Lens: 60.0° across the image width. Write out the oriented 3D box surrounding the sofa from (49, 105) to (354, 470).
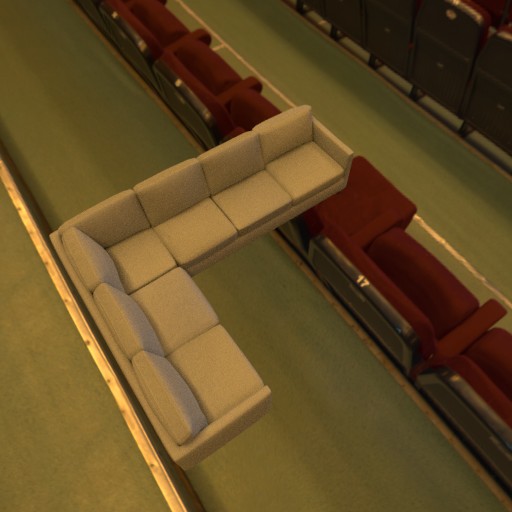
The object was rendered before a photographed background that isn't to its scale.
[{"bbox_3d":[0.000,0.000,4.556,3.301,0.947,2.592,-31,63,-18],"label":"sofa"}]
